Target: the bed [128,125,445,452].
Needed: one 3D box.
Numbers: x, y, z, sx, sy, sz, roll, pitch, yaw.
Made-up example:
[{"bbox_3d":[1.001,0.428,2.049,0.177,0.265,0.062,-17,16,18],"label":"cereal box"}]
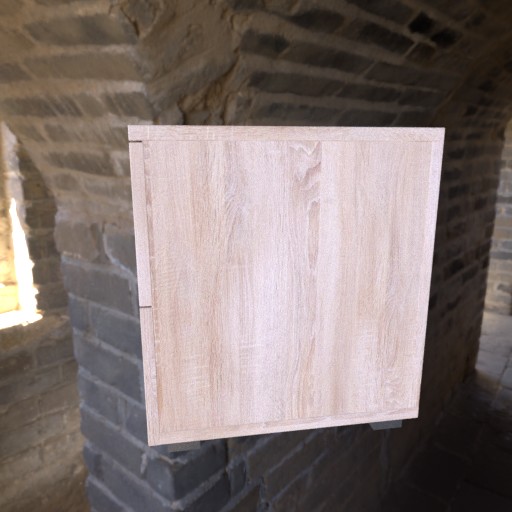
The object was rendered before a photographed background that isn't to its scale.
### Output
[{"bbox_3d":[0.000,0.000,0.787,0.401,0.420,0.460,-2,14,-9],"label":"bed"}]
